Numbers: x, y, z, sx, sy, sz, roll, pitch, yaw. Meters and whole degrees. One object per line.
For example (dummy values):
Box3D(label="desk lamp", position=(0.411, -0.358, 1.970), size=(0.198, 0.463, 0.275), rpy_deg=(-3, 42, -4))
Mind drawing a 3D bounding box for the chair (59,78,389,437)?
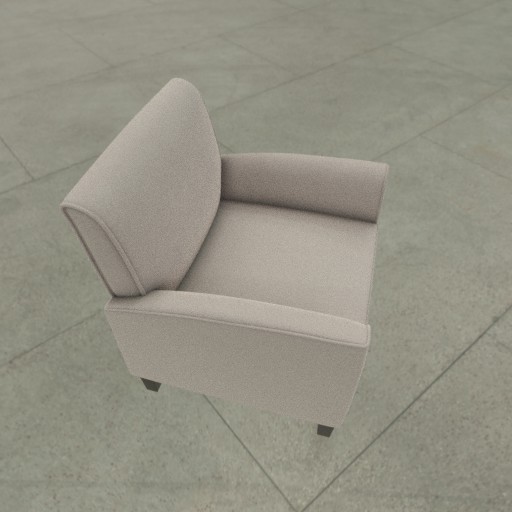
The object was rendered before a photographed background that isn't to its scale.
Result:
Box3D(label="chair", position=(0.000, 0.000, 1.565), size=(0.820, 0.915, 0.820), rpy_deg=(11, 47, 10))
